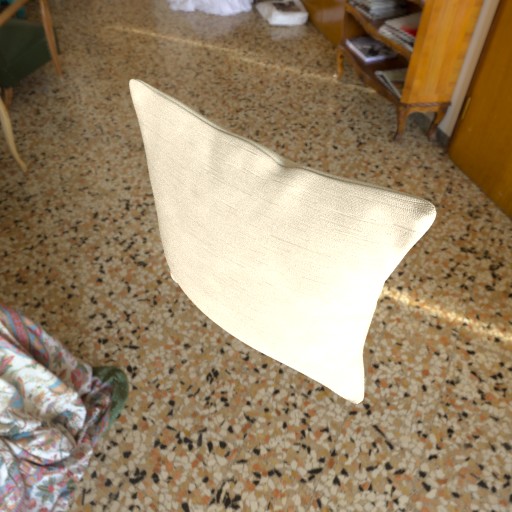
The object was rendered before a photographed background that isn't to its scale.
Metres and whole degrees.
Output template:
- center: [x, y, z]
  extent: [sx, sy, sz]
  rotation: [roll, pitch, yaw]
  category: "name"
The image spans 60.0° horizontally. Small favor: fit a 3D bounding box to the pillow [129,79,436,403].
- center: [0.000, 0.000, 0.657]
  extent: [0.437, 0.420, 0.162]
  rotation: [30, 53, 26]
  category: "pillow"
